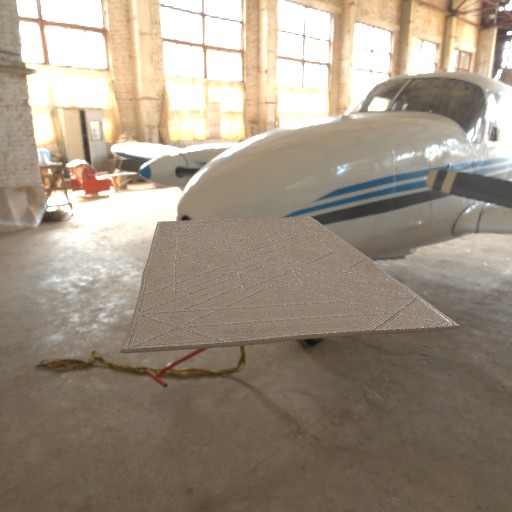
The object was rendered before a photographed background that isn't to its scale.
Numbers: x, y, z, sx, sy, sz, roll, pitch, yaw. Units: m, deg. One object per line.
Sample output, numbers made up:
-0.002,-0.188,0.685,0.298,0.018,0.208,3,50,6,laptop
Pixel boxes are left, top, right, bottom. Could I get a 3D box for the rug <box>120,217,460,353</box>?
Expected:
0.000,0.000,1.056,0.511,0.008,0.869,-2,17,-8,rug
